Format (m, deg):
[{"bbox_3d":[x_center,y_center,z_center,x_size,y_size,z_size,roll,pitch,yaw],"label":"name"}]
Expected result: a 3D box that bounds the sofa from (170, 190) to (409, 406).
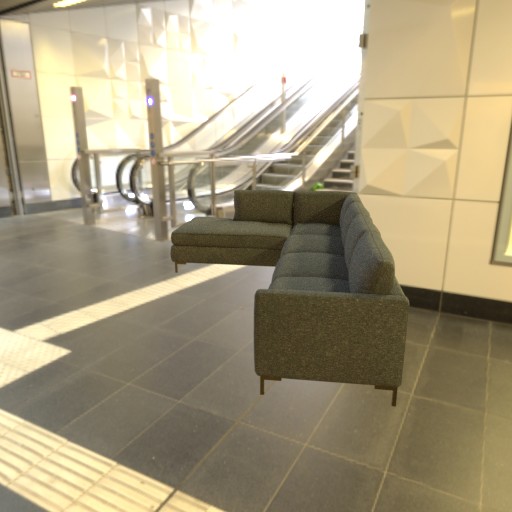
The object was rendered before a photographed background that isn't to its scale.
[{"bbox_3d":[0.000,0.000,3.795,2.007,0.815,2.949,2,16,8],"label":"sofa"}]
